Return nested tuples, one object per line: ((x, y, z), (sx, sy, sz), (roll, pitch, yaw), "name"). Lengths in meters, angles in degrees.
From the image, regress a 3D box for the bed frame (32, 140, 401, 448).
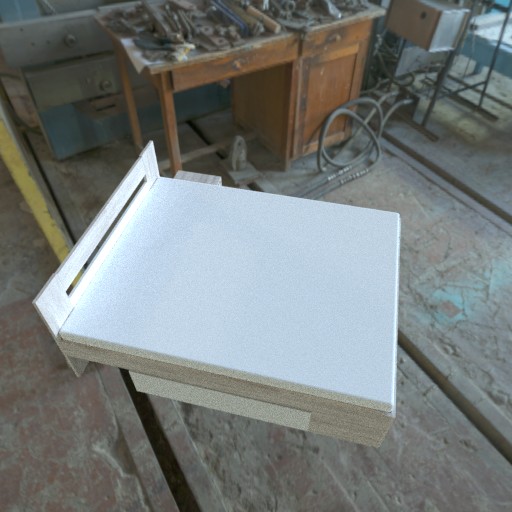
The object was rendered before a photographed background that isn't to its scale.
((0.000, 0.000, 3.270), (2.050, 0.860, 2.040), (10, 48, 9), "bed frame")
